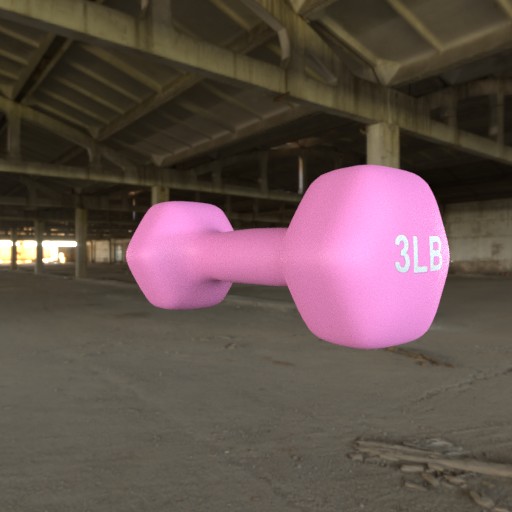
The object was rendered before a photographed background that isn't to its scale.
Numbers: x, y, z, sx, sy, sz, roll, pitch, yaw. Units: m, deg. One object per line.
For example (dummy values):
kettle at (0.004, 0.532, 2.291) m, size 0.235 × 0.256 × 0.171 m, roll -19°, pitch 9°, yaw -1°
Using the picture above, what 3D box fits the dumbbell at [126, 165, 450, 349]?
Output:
dumbbell at (0.000, 0.000, 0.195) m, size 0.064 × 0.058 × 0.159 m, roll 0°, pitch 0°, yaw -38°
